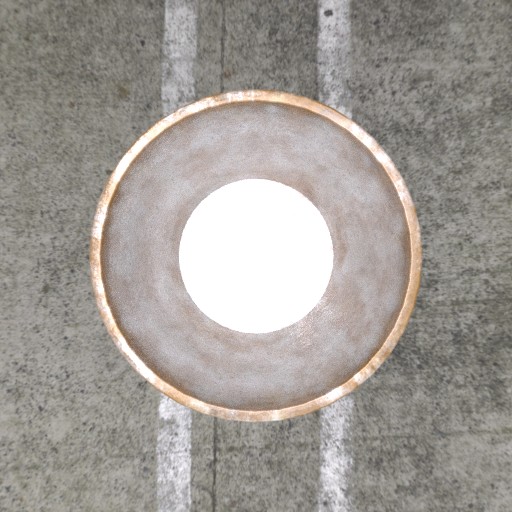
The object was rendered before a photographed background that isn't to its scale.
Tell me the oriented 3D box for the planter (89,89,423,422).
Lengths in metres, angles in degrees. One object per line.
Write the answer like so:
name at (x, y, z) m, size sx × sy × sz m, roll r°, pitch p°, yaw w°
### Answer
planter at (0.000, 0.000, 0.448) m, size 0.255 × 0.223 × 0.255 m, roll 0°, pitch 90°, yaw 0°
